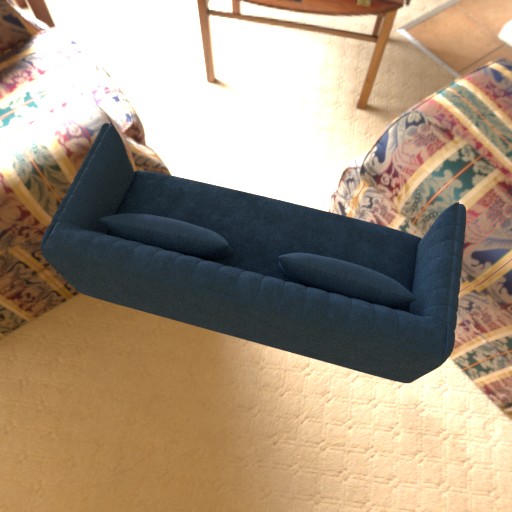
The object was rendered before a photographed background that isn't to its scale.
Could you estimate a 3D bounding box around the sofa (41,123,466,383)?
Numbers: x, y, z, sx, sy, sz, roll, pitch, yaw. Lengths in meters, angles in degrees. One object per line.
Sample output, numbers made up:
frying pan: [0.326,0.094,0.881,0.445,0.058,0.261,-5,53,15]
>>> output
sofa: [0.000,0.000,2.600,2.136,0.793,0.896,14,66,7]
